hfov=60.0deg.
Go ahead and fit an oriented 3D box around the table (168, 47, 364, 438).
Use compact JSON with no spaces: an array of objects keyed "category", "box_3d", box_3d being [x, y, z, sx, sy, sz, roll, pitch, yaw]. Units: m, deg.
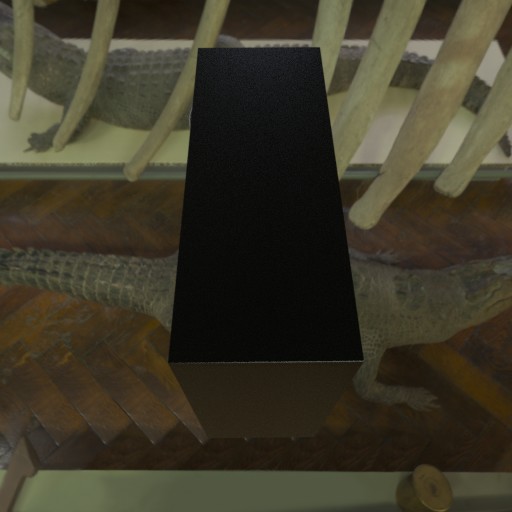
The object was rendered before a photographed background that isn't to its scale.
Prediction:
[{"category":"table","box_3d":[0.000,0.000,1.376,0.380,0.790,0.930,0,59,0]}]
